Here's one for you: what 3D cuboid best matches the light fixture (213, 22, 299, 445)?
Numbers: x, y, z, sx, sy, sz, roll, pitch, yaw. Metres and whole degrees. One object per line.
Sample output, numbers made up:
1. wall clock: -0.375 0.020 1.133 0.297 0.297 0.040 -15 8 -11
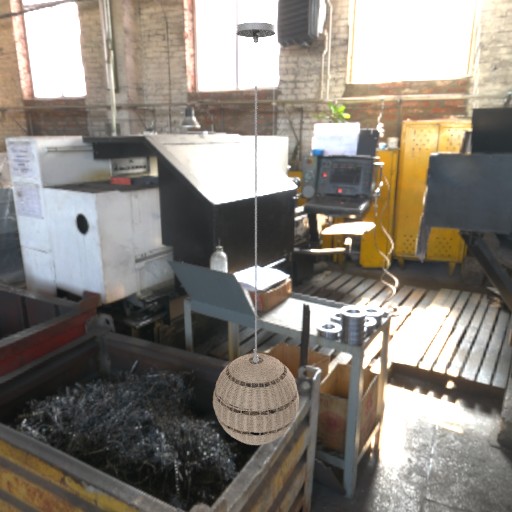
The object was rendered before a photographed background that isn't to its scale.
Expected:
1. light fixture: 0.000 0.000 2.149 0.457 2.019 0.457 -3 16 -10
